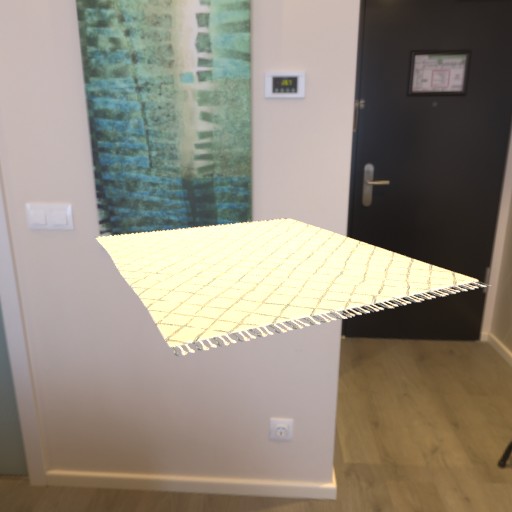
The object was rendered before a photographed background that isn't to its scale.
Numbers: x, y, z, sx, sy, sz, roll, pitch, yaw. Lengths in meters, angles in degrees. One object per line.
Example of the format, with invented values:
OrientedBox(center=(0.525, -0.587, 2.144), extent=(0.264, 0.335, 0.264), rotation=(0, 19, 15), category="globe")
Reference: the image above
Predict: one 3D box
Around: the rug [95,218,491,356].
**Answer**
OrientedBox(center=(0.000, 0.000, 4.833), extent=(2.892, 0.036, 3.585), rotation=(-8, 17, -26), category="rug")
